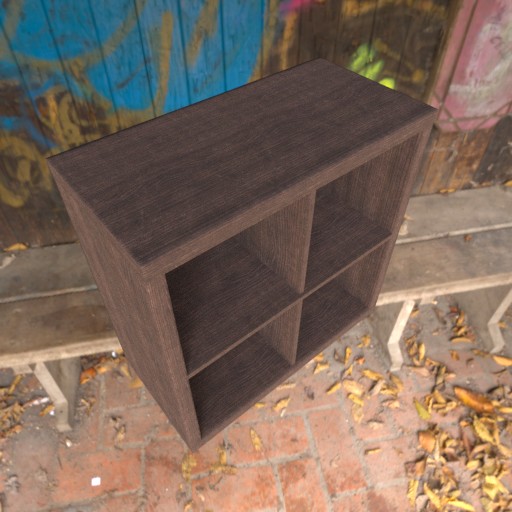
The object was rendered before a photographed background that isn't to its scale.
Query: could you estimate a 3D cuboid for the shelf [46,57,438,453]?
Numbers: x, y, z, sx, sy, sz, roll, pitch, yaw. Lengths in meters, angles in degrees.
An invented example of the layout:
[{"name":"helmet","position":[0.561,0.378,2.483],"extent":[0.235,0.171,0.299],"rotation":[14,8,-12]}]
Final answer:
[{"name":"shelf","position":[0.000,0.000,1.256],"extent":[0.790,0.786,0.390],"rotation":[-31,54,-26]}]
